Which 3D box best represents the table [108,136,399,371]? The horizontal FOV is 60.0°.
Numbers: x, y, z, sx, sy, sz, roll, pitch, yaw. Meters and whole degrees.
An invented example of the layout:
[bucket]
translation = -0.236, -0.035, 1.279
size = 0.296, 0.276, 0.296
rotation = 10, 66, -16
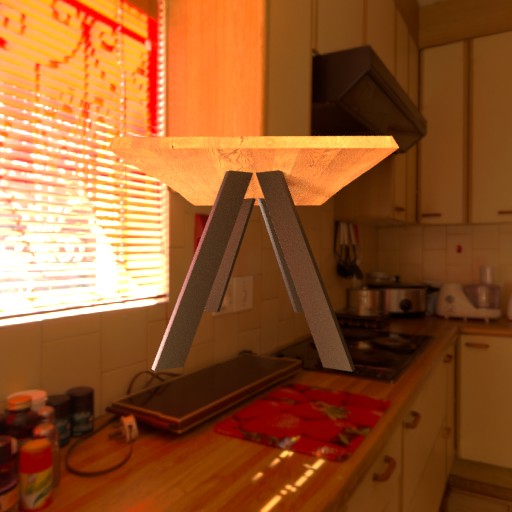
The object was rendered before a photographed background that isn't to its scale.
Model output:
[table]
translation = 0.000, 0.000, 2.263
size = 0.900, 0.770, 1.800
rotation = 0, 1, 1
